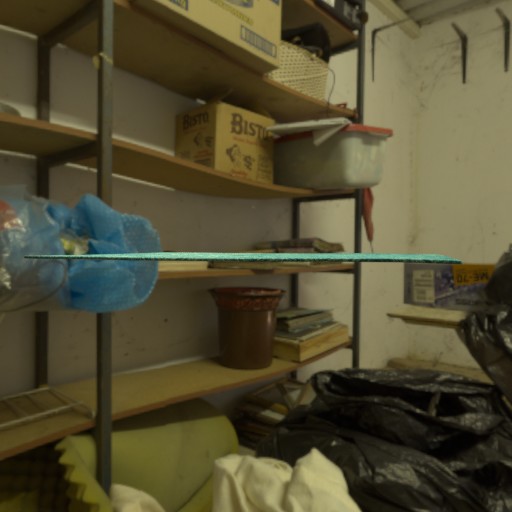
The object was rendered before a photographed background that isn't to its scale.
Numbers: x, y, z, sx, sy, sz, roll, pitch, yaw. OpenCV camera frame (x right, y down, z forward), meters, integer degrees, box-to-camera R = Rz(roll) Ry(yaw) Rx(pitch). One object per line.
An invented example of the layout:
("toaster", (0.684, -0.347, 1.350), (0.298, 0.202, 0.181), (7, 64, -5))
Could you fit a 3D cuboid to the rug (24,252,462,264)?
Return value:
("rug", (0.000, 0.000, 2.153), (1.728, 0.017, 1.136), (0, 1, 19))
